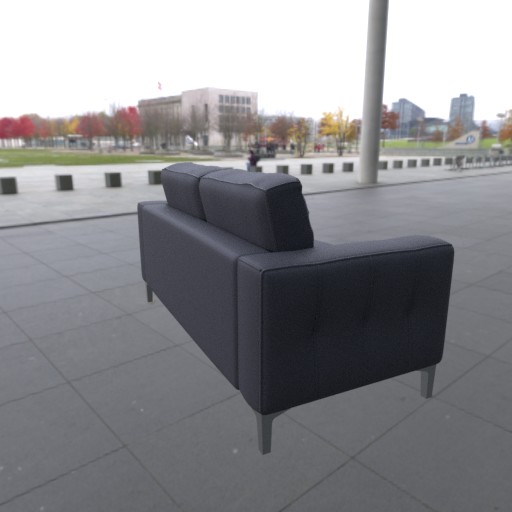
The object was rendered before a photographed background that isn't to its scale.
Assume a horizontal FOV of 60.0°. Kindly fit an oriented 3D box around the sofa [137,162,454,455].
[{"bbox_3d":[0.000,0.000,2.231,0.833,0.893,1.726,-7,16,-26],"label":"sofa"}]
